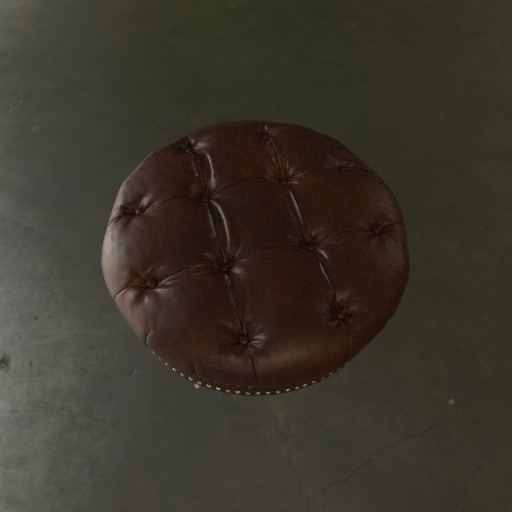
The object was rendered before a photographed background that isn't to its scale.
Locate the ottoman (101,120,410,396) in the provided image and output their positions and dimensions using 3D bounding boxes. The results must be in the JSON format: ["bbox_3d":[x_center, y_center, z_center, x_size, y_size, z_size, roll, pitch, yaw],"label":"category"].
[{"bbox_3d":[0.000,0.000,1.401,0.901,0.455,0.901,0,57,0],"label":"ottoman"}]
